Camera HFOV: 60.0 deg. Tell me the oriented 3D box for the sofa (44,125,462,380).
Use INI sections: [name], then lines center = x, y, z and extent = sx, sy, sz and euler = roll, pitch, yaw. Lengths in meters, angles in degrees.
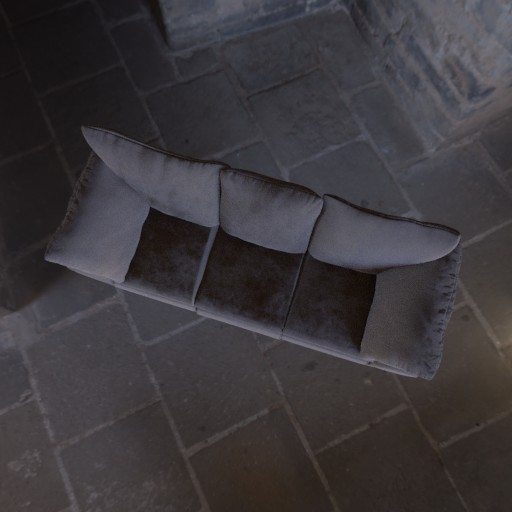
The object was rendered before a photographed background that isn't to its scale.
[sofa]
center = 0.000, 0.000, 2.794
extent = 2.336, 1.073, 0.878
euler = 17, 76, 4
